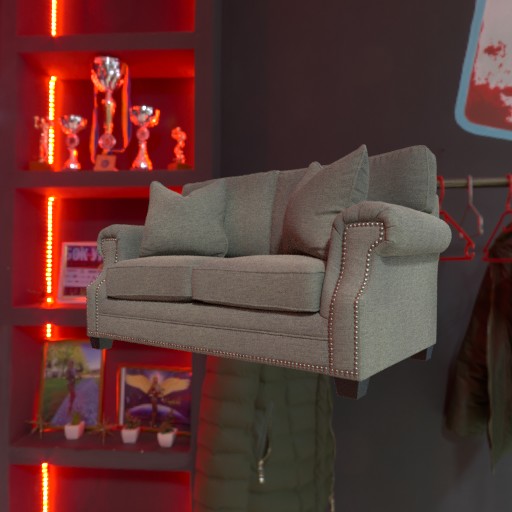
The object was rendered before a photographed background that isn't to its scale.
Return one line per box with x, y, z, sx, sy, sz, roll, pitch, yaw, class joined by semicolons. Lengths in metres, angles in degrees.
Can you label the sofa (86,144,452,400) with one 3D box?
0.000;0.000;2.241;1.701;0.966;0.966;-1;-2;37;sofa
